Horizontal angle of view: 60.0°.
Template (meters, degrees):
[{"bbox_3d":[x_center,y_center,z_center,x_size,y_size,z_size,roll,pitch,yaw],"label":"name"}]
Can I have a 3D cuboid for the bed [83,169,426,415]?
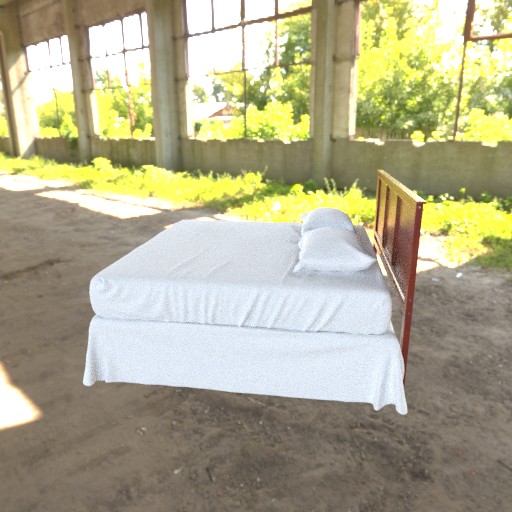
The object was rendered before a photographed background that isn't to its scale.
[{"bbox_3d":[0.000,0.000,3.701,2.219,1.271,2.314,2,16,8],"label":"bed"}]
